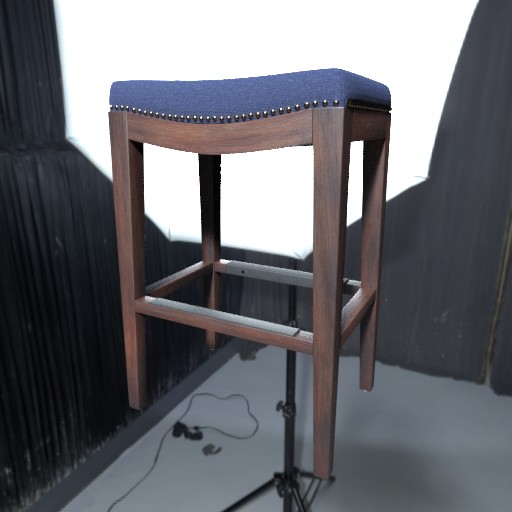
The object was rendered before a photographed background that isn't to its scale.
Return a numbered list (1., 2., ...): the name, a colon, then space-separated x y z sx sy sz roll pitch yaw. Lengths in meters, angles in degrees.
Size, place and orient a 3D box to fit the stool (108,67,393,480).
1. stool: 0.000 0.000 1.000 0.498 0.740 0.358 8 18 27
